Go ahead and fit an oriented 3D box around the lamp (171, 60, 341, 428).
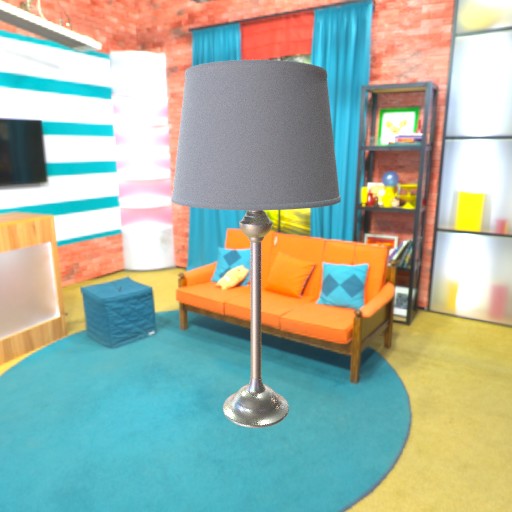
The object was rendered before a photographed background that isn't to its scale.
[{"bbox_3d":[0.000,0.000,0.906,0.331,0.698,0.331,0,14,0],"label":"lamp"}]
